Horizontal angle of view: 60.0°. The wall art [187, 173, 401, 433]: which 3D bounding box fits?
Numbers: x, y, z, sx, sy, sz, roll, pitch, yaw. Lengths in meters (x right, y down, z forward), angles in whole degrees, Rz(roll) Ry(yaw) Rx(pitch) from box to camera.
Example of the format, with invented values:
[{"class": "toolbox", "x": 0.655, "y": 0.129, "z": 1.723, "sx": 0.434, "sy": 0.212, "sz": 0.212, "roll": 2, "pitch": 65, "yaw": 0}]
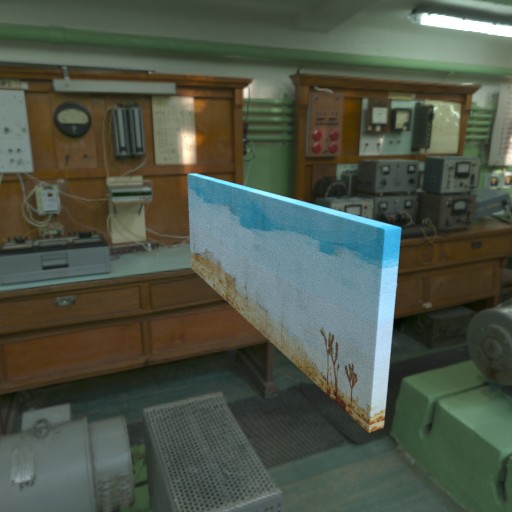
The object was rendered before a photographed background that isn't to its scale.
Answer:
[{"class": "wall art", "x": 0.000, "y": 0.000, "z": 0.847, "sx": 0.044, "sy": 0.254, "sz": 0.759, "roll": -7, "pitch": 17, "yaw": -24}]
